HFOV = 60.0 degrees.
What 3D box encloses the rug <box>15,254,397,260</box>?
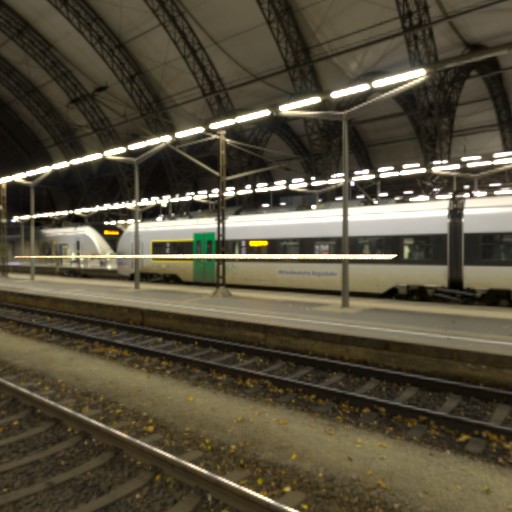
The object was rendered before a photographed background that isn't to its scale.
[{"bbox_3d":[0.000,0.000,4.061,2.441,0.011,3.050,0,0,18],"label":"rug"}]
